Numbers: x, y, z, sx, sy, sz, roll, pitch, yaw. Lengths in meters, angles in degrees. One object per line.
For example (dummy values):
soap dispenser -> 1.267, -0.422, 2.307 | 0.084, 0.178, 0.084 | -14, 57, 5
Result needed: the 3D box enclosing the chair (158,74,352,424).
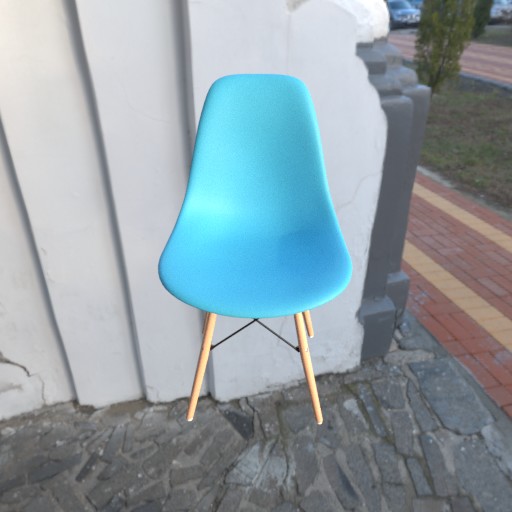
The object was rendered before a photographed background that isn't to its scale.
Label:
chair -> 0.000, 0.000, 1.173 | 0.470, 0.826, 0.531 | 1, 30, 1
